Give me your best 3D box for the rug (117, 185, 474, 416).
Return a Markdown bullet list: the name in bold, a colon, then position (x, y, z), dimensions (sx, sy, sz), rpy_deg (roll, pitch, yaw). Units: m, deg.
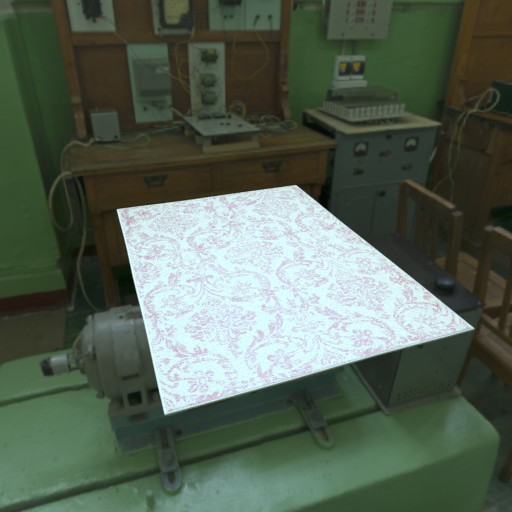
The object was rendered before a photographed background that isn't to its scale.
- **rug**: position (0.000, 0.000, 2.939), dimensions (1.598, 0.014, 2.202), rpy_deg (-10, 31, -17)
